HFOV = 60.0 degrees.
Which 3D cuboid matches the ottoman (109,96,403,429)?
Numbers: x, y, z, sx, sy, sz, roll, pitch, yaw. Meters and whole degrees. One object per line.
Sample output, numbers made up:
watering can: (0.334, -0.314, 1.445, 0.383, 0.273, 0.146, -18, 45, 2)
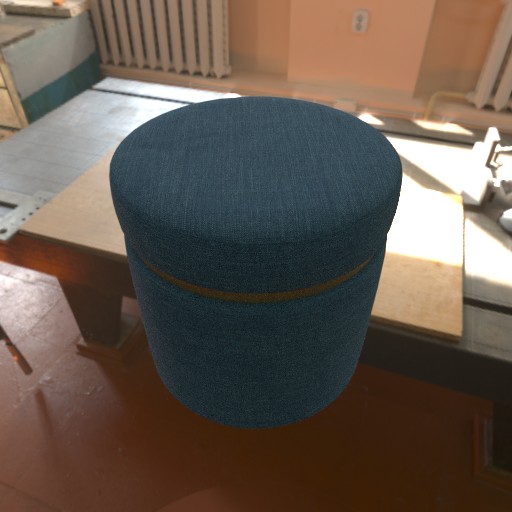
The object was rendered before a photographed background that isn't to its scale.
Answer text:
ottoman: (0.000, 0.000, 0.729, 0.398, 0.406, 0.398, 0, 41, 0)
